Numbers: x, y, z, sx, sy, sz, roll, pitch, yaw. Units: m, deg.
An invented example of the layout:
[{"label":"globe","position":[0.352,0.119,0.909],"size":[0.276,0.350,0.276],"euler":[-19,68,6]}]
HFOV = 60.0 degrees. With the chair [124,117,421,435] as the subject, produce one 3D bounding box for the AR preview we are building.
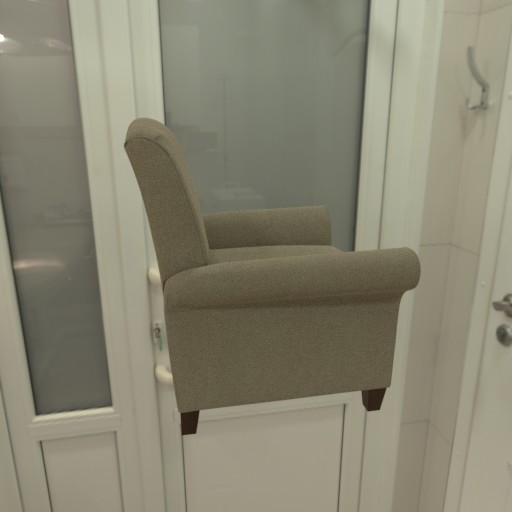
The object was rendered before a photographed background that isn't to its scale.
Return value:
[{"label":"chair","position":[0.000,0.000,1.788],"size":[0.905,1.061,0.978],"euler":[-3,16,-11]}]
